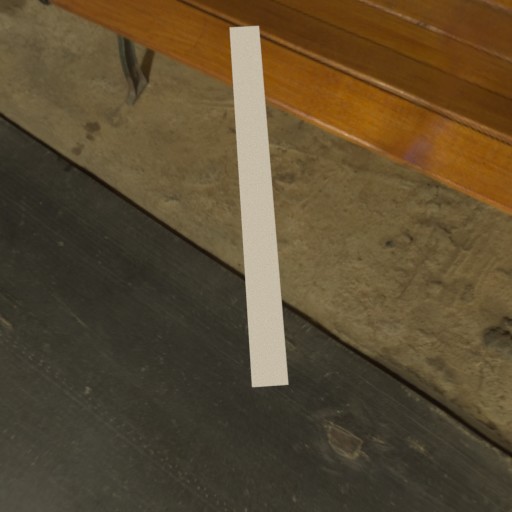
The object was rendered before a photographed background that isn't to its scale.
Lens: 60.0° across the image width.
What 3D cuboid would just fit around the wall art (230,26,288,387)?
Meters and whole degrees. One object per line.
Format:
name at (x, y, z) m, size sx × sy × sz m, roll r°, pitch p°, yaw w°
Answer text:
wall art at (0.000, 0.000, 0.840) m, size 0.038 × 0.657 × 0.450 m, roll -4°, pitch 76°, yaw -1°
